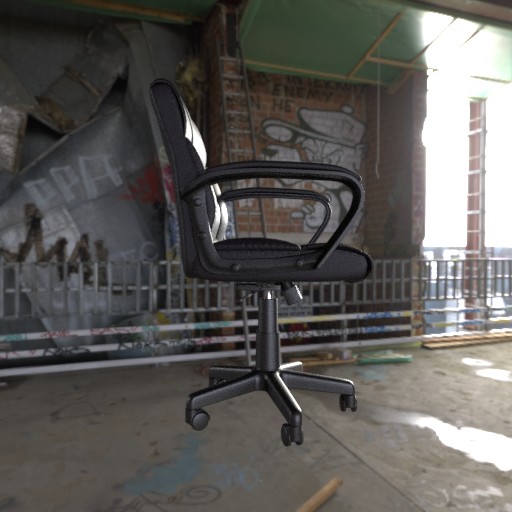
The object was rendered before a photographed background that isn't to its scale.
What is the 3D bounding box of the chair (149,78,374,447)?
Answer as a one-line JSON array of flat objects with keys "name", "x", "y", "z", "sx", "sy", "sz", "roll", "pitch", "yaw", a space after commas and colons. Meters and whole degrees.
[{"name": "chair", "x": 0.000, "y": 0.000, "z": 1.399, "sx": 0.641, "sy": 0.998, "sz": 0.576, "roll": 0, "pitch": 1, "yaw": 1}]
